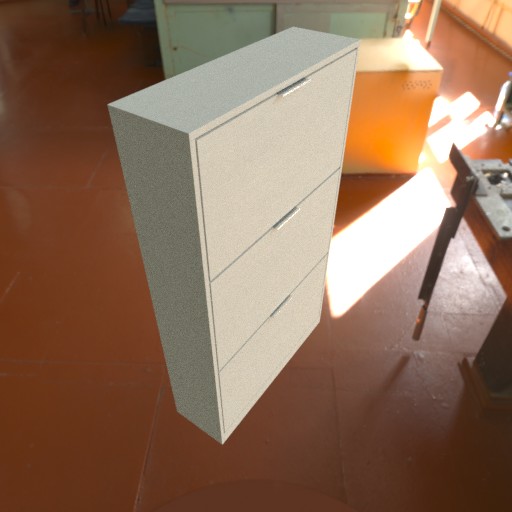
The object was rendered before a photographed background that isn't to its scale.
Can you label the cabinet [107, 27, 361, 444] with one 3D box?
[{"bbox_3d":[0.000,0.000,1.551,0.250,1.280,0.750,26,47,26],"label":"cabinet"}]
